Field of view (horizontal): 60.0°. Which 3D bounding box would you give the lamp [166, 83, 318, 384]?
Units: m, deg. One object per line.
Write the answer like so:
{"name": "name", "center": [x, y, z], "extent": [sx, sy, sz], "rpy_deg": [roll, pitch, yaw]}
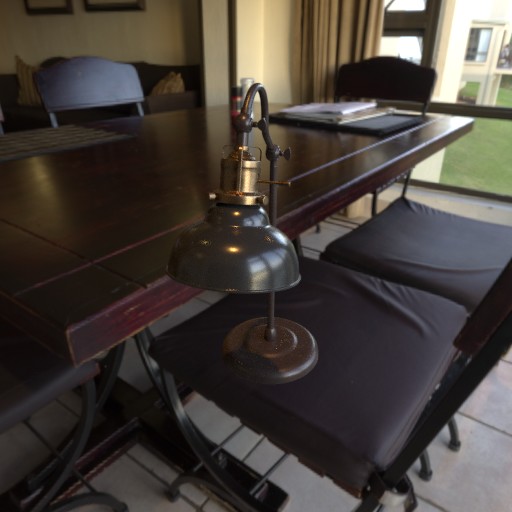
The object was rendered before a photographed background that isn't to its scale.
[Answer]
{"name": "lamp", "center": [0.000, 0.000, 0.696], "extent": [0.192, 0.508, 0.374], "rpy_deg": [8, 27, 16]}
